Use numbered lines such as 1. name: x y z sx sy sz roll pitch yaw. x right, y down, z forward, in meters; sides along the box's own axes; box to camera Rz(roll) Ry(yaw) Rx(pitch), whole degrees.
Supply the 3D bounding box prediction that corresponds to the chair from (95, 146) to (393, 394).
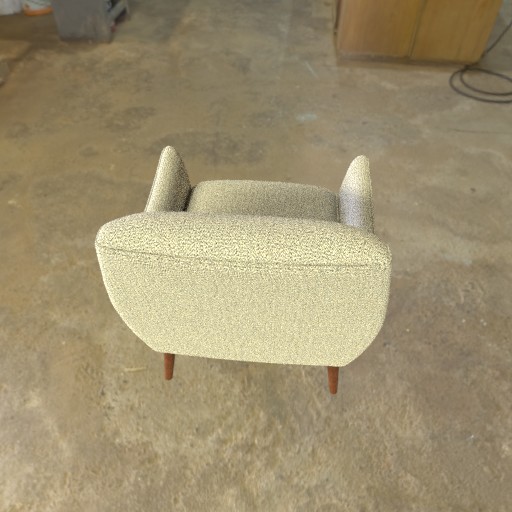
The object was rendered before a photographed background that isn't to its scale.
1. chair: 0.000 0.000 1.447 0.762 0.838 0.787 4 46 4
